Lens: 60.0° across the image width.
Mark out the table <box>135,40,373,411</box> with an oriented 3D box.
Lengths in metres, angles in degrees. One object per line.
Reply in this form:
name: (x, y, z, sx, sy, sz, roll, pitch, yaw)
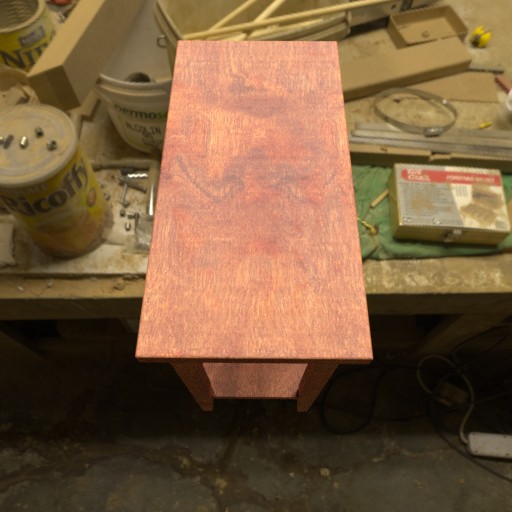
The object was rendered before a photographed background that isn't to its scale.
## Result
table: (0.000, 0.000, 0.976, 0.305, 0.610, 0.610, 0, 63, 0)
